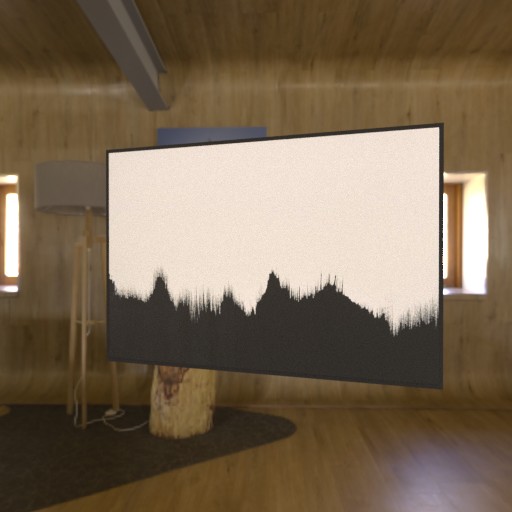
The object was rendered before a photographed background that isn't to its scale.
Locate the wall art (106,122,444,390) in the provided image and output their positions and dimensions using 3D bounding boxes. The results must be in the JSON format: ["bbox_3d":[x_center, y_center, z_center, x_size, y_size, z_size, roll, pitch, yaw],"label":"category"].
[{"bbox_3d":[0.000,0.000,1.522,1.190,0.805,0.028,0,0,17],"label":"wall art"}]
